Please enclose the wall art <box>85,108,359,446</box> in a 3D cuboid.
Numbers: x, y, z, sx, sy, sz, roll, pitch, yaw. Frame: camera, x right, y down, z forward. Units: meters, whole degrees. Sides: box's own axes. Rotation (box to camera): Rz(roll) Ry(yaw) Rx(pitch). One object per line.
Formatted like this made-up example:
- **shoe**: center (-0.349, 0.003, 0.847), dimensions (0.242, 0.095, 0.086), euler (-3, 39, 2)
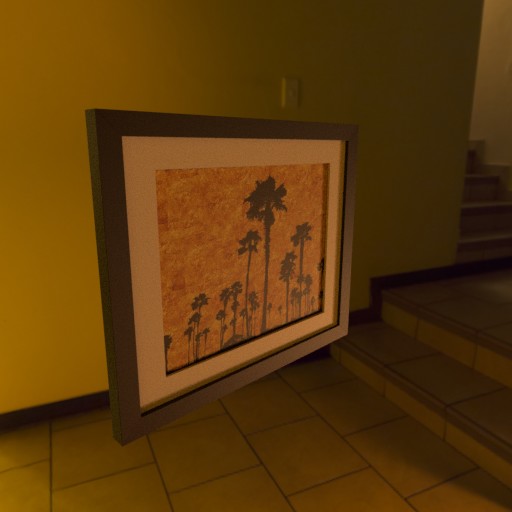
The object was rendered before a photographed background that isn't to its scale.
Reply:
- **wall art**: center (0.000, 0.000, 0.777), dimensions (0.561, 0.460, 0.028), euler (-13, 19, -43)
